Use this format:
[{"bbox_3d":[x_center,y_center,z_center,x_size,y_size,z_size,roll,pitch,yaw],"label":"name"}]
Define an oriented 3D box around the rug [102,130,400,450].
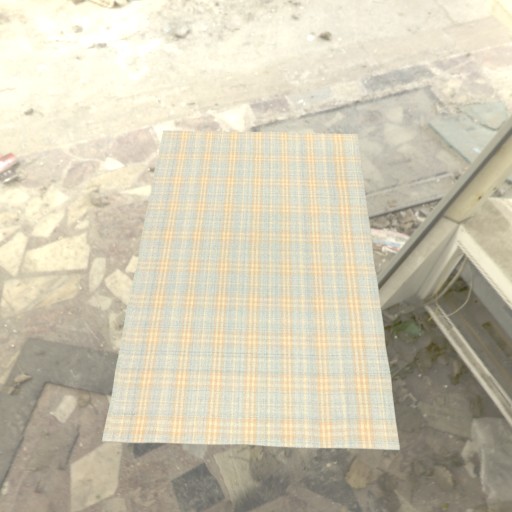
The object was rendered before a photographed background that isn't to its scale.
[{"bbox_3d":[0.000,0.000,2.296,1.231,0.012,1.835,1,58,1],"label":"rug"}]
